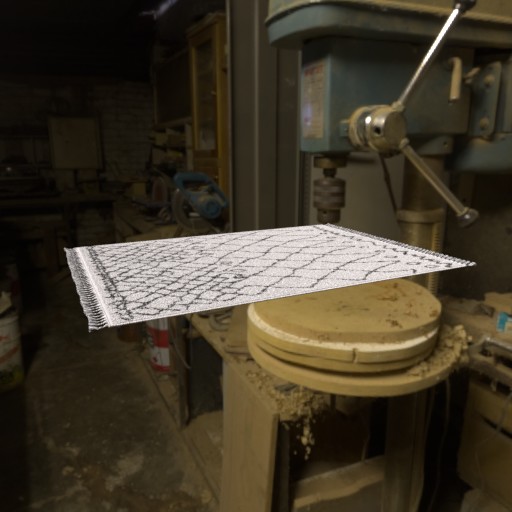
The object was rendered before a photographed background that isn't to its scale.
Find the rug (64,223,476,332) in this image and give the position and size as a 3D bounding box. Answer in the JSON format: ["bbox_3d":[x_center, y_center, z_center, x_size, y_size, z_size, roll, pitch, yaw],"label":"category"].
[{"bbox_3d":[0.000,0.000,3.005,2.312,0.017,1.613,-7,16,-25],"label":"rug"}]
